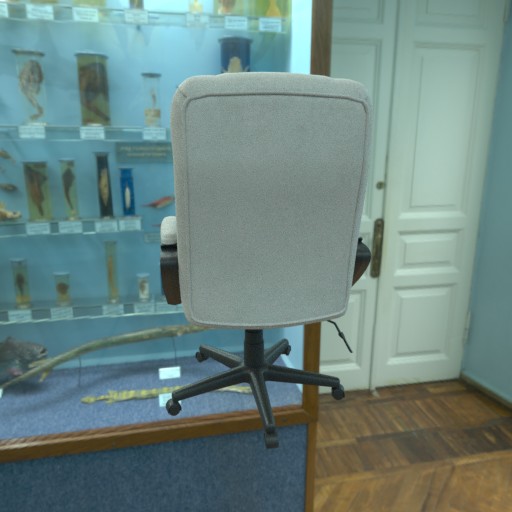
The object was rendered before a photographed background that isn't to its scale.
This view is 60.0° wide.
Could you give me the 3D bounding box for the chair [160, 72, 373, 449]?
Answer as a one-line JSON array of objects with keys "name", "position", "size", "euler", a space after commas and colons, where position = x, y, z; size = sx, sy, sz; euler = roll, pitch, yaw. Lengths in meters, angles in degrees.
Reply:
[{"name": "chair", "position": [0.000, 0.000, 1.544], "size": [0.667, 1.105, 0.724], "euler": [-2, 14, -9]}]
